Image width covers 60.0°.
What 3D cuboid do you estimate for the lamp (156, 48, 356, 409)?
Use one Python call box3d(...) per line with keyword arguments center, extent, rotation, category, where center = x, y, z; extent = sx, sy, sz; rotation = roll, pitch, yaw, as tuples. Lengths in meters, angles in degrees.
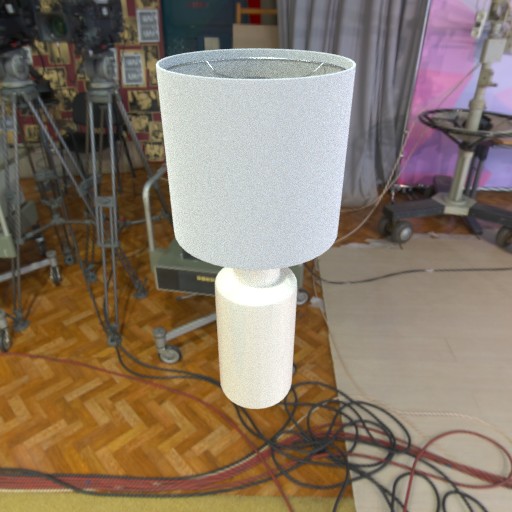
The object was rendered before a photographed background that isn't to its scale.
box3d(center=(0.000, 0.000, 0.606), extent=(0.212, 0.493, 0.212), rotation=(-22, 38, -31), category="lamp")
